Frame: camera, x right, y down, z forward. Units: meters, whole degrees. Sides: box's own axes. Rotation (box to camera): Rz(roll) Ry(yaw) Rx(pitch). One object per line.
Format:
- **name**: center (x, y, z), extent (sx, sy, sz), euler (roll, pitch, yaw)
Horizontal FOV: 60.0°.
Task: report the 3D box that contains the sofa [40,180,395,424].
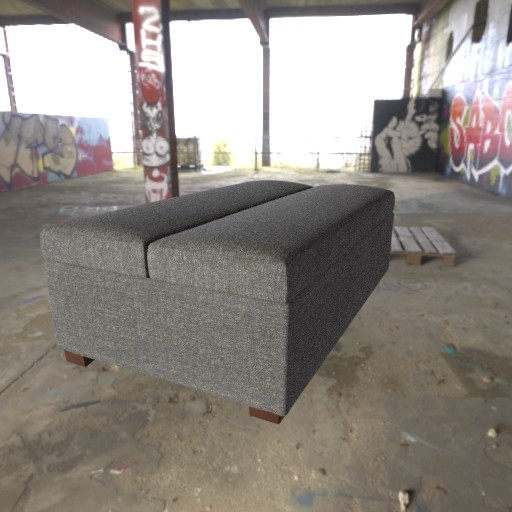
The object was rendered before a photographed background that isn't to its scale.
- **sofa**: center (0.000, 0.000, 1.606), extent (0.782, 0.417, 1.198), euler (8, 18, 25)
